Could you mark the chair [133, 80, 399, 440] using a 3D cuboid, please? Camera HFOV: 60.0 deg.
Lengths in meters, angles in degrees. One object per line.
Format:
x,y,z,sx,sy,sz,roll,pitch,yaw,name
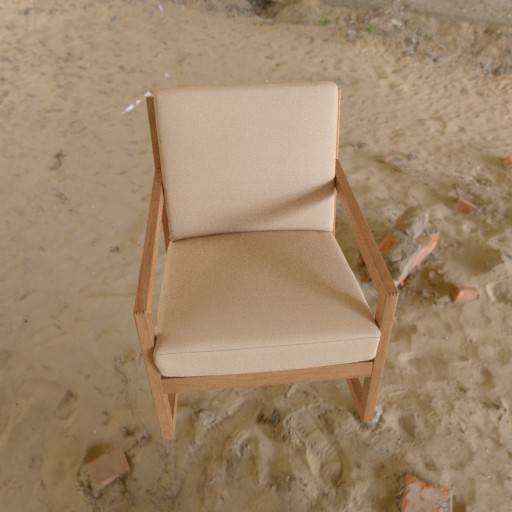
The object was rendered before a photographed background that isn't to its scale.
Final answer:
0.000,0.000,1.378,0.622,0.790,0.857,-4,47,-4,chair
